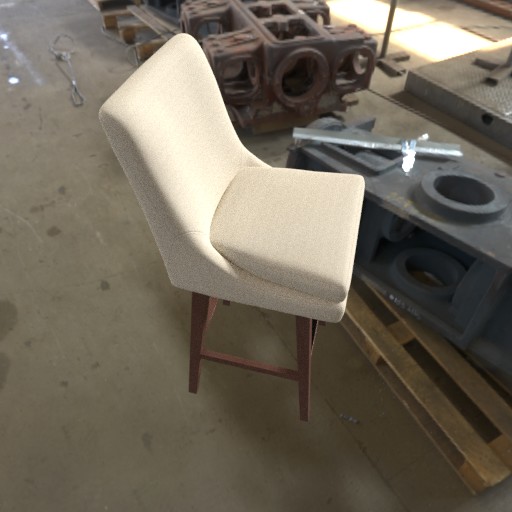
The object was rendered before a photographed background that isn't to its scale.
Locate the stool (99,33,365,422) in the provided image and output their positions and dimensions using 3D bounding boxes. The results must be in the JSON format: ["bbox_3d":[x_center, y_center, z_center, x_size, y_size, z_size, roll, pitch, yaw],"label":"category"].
[{"bbox_3d":[0.000,0.000,1.334,0.559,1.093,0.483,11,47,10],"label":"stool"}]
